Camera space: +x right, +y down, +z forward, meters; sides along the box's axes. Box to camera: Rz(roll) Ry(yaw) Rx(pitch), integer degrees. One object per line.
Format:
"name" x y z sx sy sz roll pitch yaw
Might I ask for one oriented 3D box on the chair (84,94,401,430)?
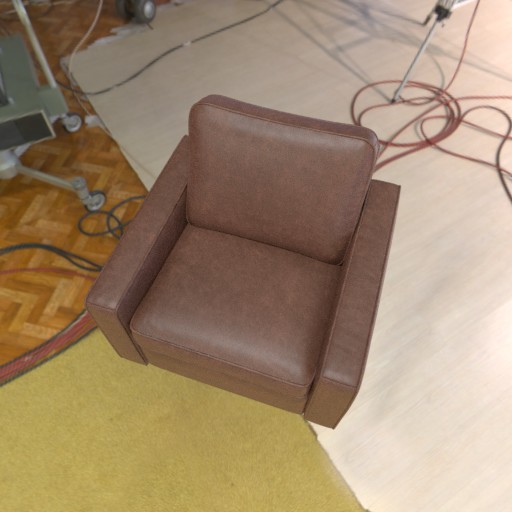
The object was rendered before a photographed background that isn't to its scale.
"chair" 0.000 0.000 1.794 1.017 0.919 0.940 16 58 10
